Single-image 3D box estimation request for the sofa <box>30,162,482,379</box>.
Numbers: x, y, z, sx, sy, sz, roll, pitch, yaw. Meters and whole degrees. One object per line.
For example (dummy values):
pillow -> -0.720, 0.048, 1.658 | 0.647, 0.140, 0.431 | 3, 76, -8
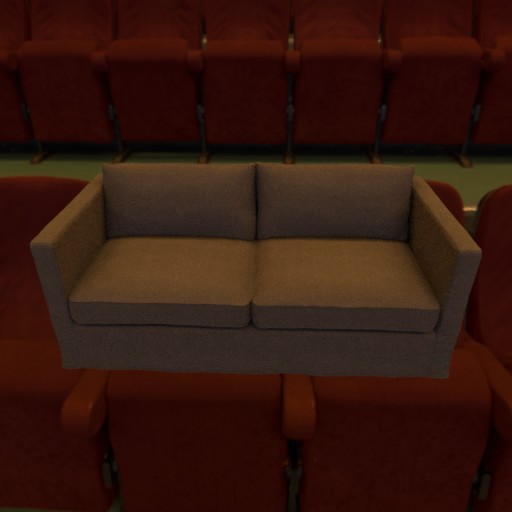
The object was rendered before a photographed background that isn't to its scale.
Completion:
sofa -> 0.000, 0.000, 2.416 | 1.982, 0.855, 0.953 | 1, 30, 2
